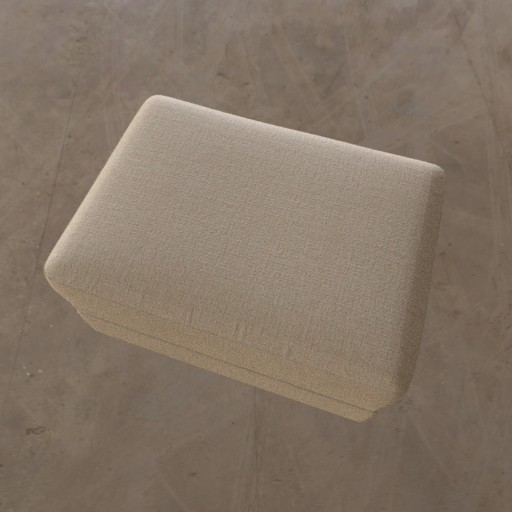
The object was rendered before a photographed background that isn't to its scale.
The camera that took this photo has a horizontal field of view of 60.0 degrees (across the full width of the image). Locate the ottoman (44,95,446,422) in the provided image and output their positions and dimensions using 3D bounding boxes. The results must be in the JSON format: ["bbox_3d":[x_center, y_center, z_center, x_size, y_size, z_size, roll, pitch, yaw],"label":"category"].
[{"bbox_3d":[0.000,0.000,1.252,0.885,0.478,0.637,17,64,8],"label":"ottoman"}]
